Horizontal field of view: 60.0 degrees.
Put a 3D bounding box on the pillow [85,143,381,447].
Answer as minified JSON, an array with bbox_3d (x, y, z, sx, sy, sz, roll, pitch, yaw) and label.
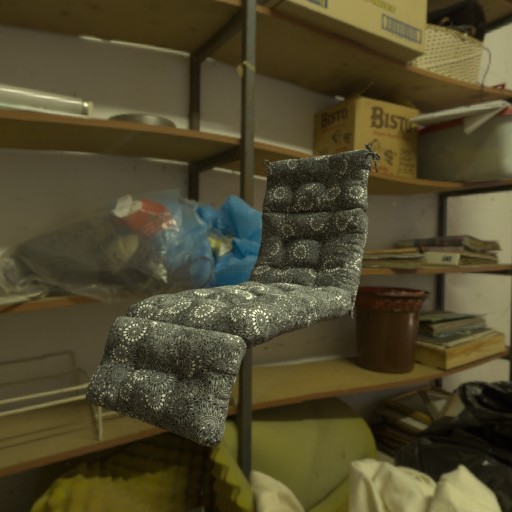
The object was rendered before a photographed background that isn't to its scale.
[{"bbox_3d":[0.000,0.000,1.517,0.526,0.863,1.016,1,2,37],"label":"pillow"}]
